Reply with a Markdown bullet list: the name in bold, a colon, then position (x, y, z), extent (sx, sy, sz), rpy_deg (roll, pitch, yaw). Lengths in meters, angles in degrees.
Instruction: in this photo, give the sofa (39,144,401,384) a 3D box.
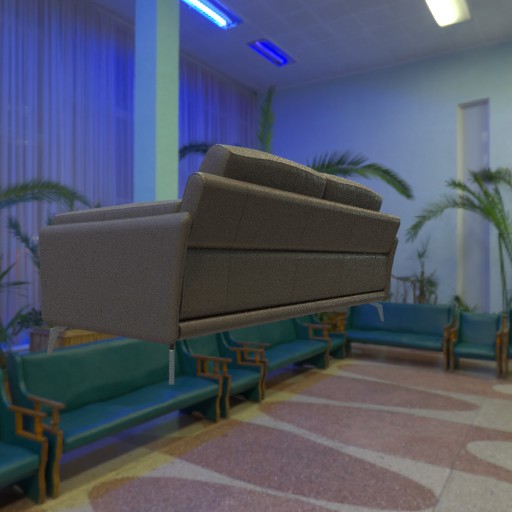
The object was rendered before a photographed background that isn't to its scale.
- **sofa**: position (0.000, 0.000, 2.623), extent (1.049, 0.930, 2.101), rpy_deg (0, -1, 37)
